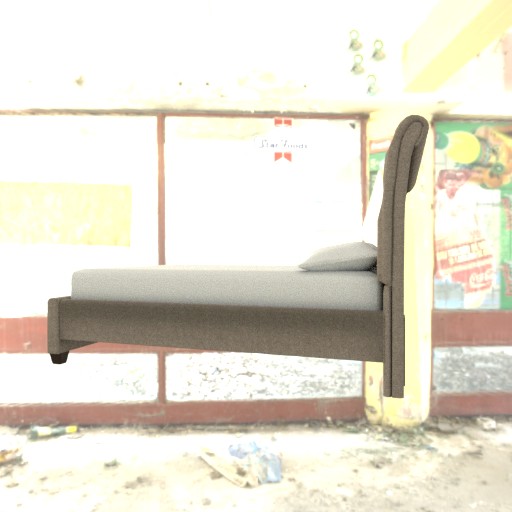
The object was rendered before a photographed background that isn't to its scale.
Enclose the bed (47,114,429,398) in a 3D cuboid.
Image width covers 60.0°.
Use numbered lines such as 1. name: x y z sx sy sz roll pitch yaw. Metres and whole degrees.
1. bed: 0.000 0.000 3.225 2.252 1.371 1.645 0 0 18
